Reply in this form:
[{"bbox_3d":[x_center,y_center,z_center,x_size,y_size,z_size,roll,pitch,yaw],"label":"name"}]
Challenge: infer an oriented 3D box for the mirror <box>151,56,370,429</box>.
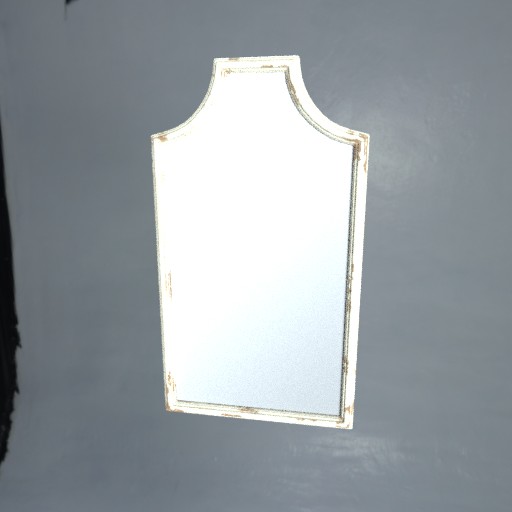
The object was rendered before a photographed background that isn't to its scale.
[{"bbox_3d":[0.000,0.000,0.863,0.403,0.717,0.022,2,14,9],"label":"mirror"}]
